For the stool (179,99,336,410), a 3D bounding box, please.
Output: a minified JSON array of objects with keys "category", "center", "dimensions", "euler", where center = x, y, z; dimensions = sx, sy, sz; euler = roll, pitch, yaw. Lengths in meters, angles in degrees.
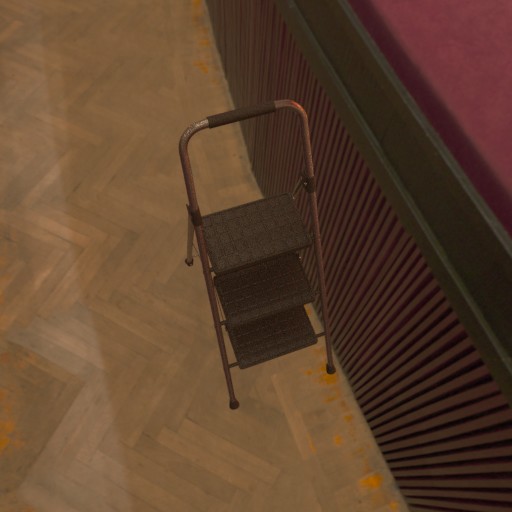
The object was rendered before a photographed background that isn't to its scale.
[{"category":"stool","center":[0.000,0.000,1.496],"dimensions":[0.473,1.121,0.733],"euler":[-17,64,-9]}]
